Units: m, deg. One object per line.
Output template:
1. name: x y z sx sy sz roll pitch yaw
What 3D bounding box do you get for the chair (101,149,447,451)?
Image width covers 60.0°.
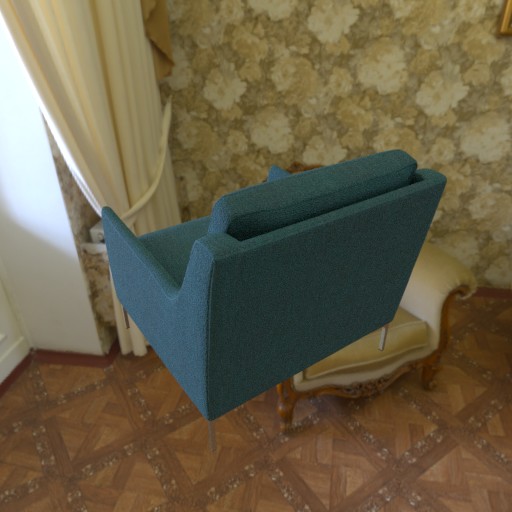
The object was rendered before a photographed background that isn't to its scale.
1. chair: 0.000 0.000 1.590 0.847 0.828 0.849 -20 36 -30
